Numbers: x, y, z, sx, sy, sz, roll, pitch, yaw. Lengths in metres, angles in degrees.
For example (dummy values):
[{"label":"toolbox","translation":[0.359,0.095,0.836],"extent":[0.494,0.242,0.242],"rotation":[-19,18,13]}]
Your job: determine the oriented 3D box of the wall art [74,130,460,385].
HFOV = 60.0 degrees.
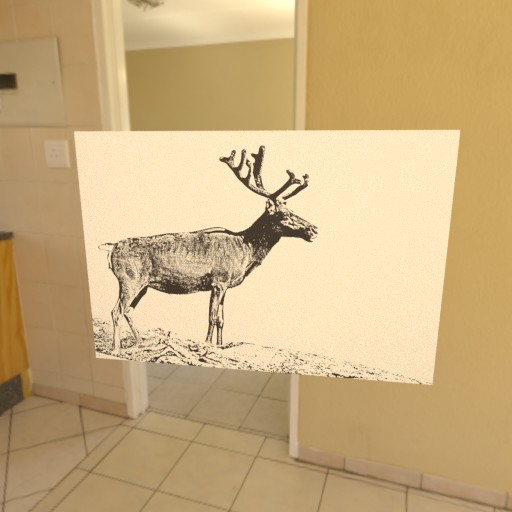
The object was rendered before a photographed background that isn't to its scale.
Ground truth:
[{"label":"wall art","translation":[0.000,0.000,0.762],"extent":[0.608,0.414,0.042],"rotation":[2,15,9]}]
